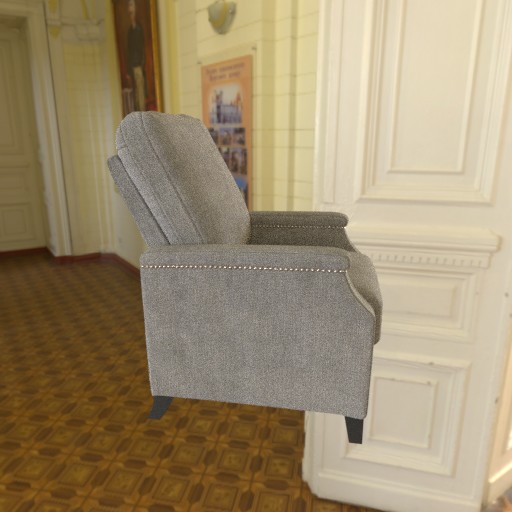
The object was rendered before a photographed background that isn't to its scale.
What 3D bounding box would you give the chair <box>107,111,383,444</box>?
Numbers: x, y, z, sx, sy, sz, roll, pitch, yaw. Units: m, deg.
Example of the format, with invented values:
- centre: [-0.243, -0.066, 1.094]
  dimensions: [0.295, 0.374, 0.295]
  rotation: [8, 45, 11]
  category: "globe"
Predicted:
- centre: [0.000, 0.000, 1.702]
  dimensions: [0.922, 1.049, 0.710]
  rotation: [3, 16, 10]
  category: "chair"
